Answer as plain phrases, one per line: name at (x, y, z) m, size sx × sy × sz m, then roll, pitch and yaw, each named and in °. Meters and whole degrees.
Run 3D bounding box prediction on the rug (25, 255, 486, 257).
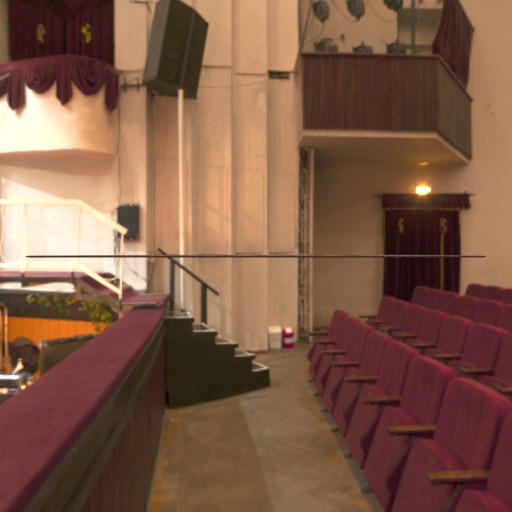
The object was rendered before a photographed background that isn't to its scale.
rug at (0.000, 0.000, 3.138) m, size 2.476 × 0.011 × 1.554 m, roll 0°, pitch 0°, yaw -1°
